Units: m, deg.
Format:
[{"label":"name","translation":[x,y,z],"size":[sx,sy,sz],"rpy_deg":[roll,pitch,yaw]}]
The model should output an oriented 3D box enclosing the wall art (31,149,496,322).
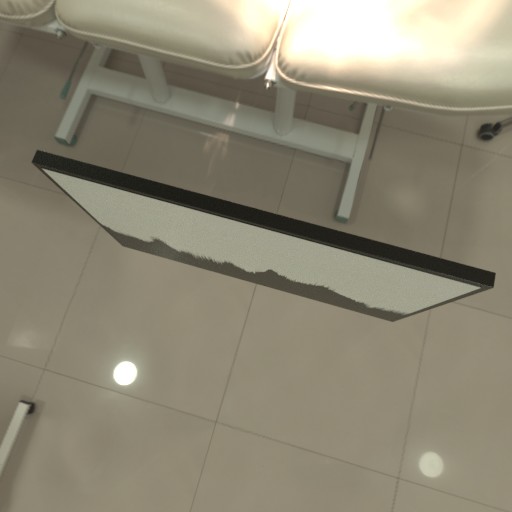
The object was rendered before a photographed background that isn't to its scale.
[{"label":"wall art","translation":[0.000,0.000,0.826],"size":[0.659,0.446,0.022],"rpy_deg":[15,76,4]}]
